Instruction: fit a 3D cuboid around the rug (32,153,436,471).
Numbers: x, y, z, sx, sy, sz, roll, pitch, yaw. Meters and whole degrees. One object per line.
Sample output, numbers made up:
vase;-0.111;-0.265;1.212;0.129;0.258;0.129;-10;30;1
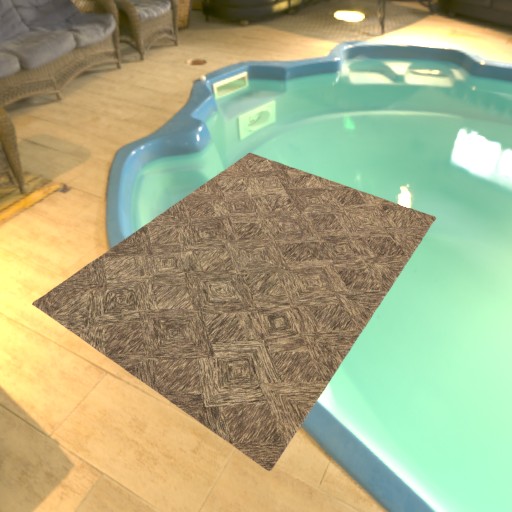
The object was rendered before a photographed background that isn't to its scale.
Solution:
rug;0.000;0.000;4.236;2.448;0.017;3.204;25;47;25
